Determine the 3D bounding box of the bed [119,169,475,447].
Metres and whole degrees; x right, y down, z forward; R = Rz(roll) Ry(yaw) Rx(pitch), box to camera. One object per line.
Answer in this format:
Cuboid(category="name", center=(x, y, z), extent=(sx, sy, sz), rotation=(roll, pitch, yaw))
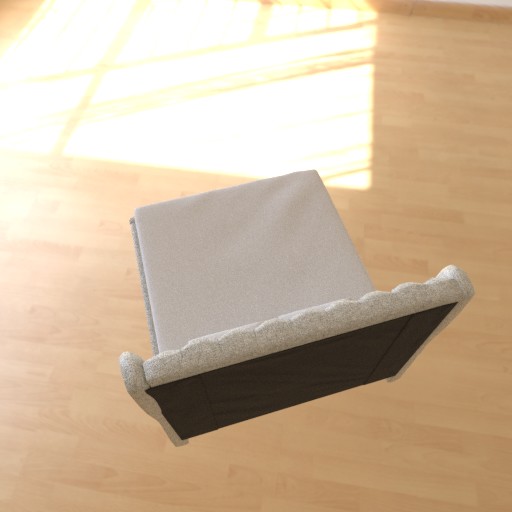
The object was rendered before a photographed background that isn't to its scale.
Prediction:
Cuboid(category="bed", center=(0.000, 0.000, 3.875), extent=(2.219, 1.771, 2.347), rotation=(-14, 59, -9))
